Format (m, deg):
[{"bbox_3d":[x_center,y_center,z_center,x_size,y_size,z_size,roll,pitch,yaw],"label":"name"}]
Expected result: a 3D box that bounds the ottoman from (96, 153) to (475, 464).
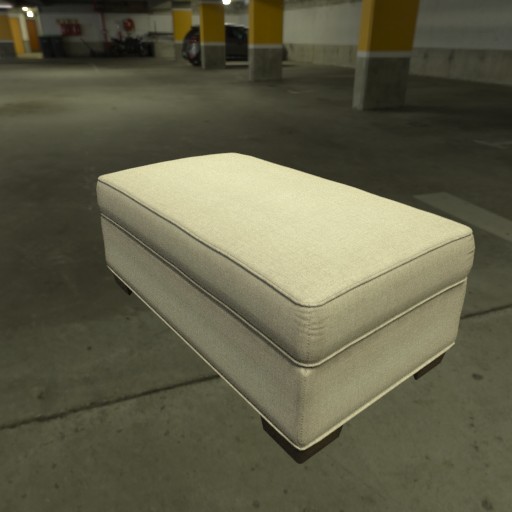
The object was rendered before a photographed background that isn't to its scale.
[{"bbox_3d":[0.000,0.000,1.418,0.617,0.461,1.097,-19,32,-34],"label":"ottoman"}]
